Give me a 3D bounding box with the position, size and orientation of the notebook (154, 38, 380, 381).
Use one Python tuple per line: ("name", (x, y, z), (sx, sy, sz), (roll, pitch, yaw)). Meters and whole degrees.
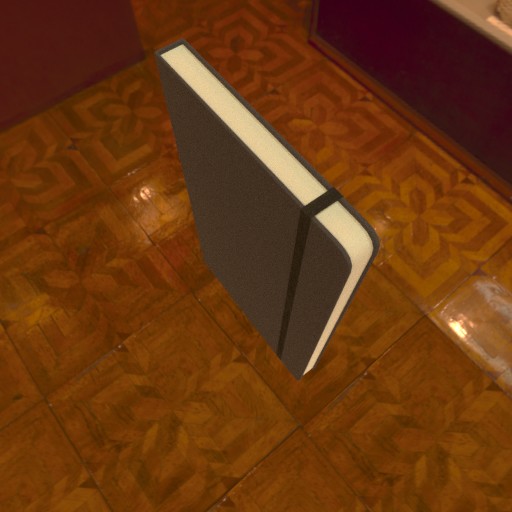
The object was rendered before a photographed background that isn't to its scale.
("notebook", (0.000, 0.000, 0.266), (0.016, 0.213, 0.127), (-34, 68, -16))
